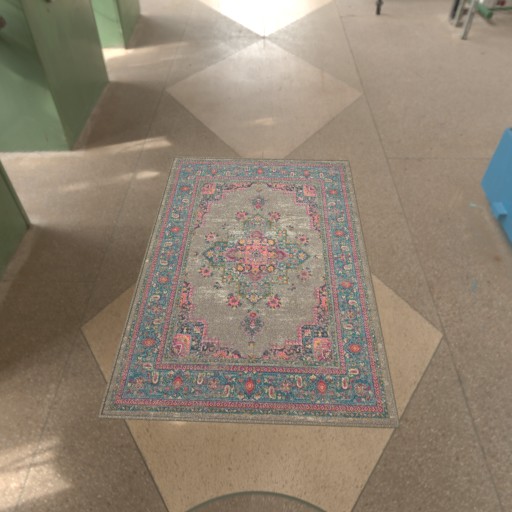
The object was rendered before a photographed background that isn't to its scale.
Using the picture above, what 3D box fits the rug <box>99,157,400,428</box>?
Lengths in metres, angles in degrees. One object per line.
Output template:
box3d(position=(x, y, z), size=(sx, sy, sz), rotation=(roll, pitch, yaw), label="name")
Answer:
box3d(position=(0.000, 0.000, 2.274), size=(1.144, 0.014, 1.748), rotation=(1, 46, 1), label="rug")
